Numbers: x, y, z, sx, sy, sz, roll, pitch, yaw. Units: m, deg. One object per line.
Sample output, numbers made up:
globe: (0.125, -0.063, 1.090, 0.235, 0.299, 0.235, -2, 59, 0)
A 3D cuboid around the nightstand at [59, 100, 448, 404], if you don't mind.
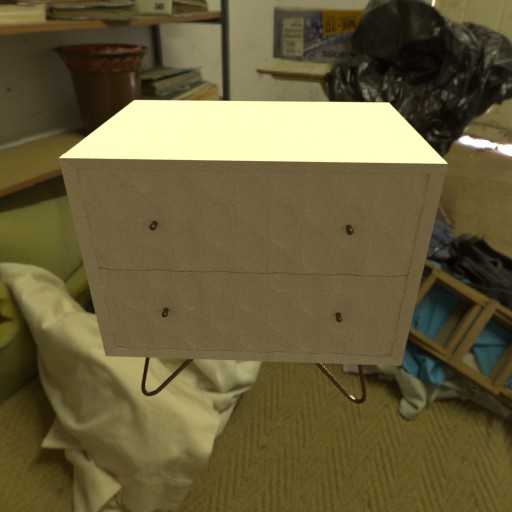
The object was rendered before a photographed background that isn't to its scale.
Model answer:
nightstand: (0.000, 0.000, 1.034, 0.614, 0.604, 0.447, 1, 31, 2)
